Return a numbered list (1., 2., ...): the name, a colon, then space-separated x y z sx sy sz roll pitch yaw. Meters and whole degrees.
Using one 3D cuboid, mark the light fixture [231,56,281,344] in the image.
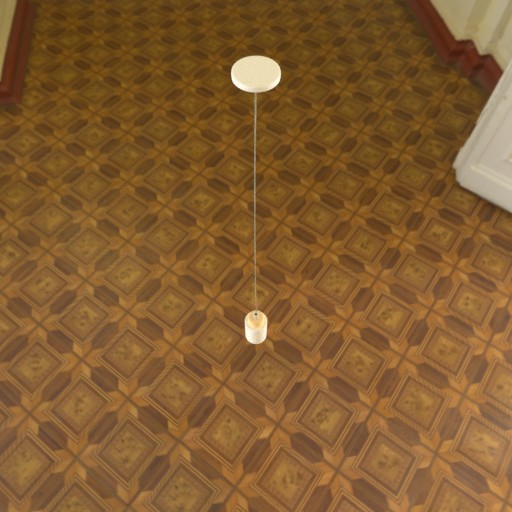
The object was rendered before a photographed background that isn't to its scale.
1. light fixture: 0.000 0.000 1.885 0.125 1.798 0.125 32 64 18
